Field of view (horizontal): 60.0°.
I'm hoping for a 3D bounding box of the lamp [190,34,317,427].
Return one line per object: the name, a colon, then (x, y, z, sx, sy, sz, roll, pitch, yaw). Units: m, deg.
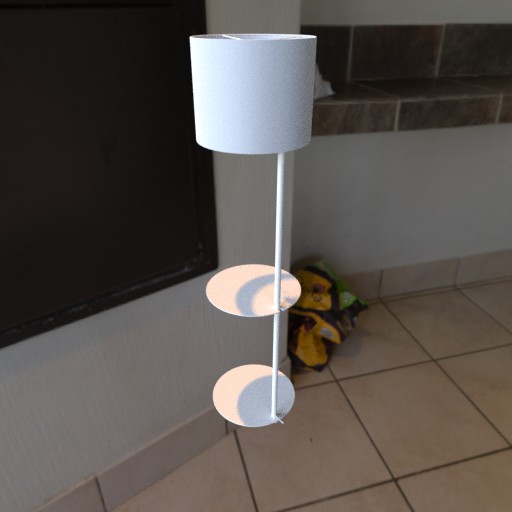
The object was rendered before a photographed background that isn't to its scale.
lamp: (0.000, 0.000, 1.650, 0.372, 1.465, 0.405, -18, 33, -29)
